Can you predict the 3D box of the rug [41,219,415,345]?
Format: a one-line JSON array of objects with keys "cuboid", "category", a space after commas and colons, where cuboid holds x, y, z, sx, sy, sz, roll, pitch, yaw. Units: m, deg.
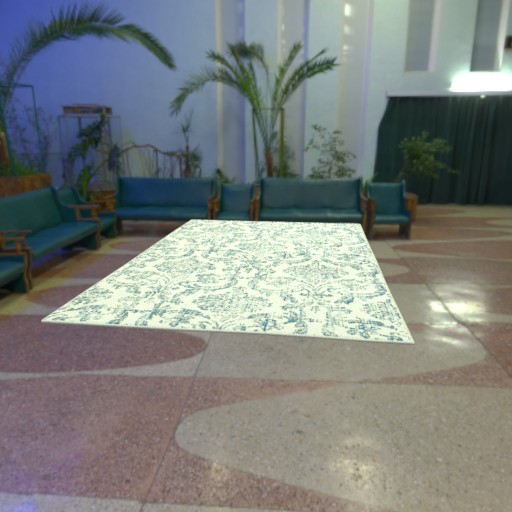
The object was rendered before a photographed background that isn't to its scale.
[{"cuboid": [0.000, 0.000, 3.421, 1.819, 0.018, 2.746, 2, 16, 8], "category": "rug"}]
